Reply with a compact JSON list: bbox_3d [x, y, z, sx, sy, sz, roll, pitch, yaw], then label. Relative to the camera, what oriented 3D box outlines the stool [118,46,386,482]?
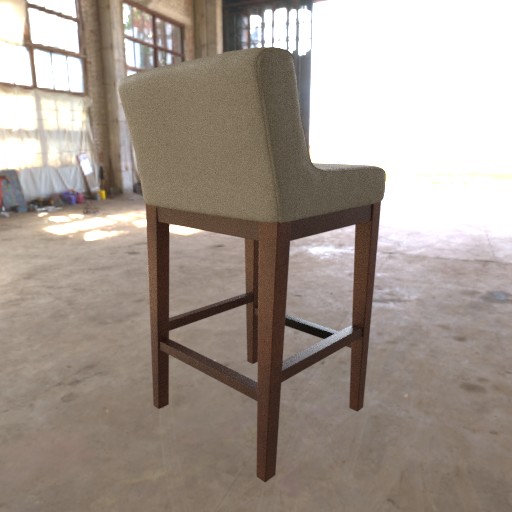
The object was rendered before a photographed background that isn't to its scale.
[{"bbox_3d":[0.000,0.000,1.207,0.511,0.937,0.500,13,18,43],"label":"stool"}]
